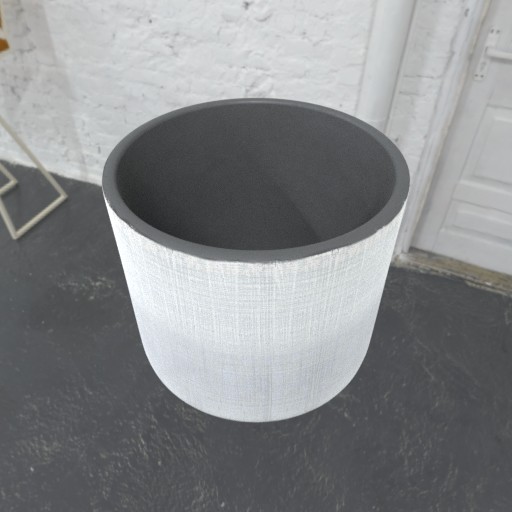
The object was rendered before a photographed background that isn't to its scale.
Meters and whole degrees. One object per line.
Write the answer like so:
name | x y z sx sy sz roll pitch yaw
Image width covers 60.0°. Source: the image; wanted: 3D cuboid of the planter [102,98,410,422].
planter | 0.000 0.000 0.442 0.254 0.221 0.254 0 42 0
